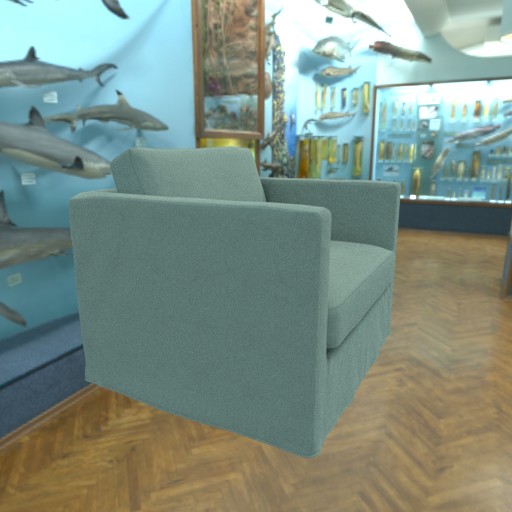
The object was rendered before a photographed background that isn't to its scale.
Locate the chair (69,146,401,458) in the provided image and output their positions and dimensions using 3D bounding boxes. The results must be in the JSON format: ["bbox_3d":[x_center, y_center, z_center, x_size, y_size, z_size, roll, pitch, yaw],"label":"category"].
[{"bbox_3d":[0.000,0.000,1.795,0.949,0.863,1.057,7,16,27],"label":"chair"}]
